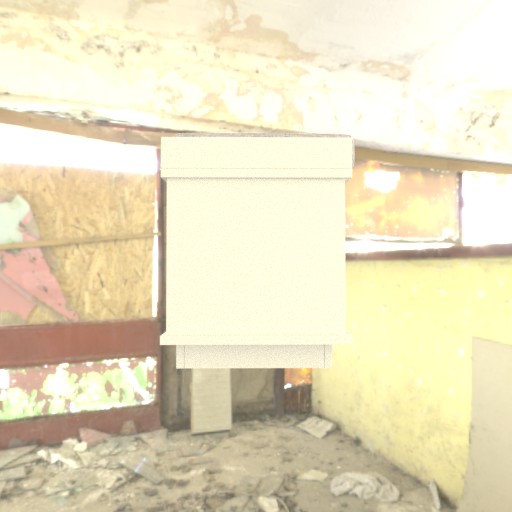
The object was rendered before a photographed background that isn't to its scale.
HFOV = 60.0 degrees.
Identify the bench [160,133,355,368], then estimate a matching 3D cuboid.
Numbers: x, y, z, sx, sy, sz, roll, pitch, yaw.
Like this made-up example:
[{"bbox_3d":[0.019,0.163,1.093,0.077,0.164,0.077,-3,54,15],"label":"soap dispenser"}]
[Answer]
[{"bbox_3d":[0.000,0.000,1.406,0.363,0.453,1.196,0,-1,-1],"label":"bench"}]
